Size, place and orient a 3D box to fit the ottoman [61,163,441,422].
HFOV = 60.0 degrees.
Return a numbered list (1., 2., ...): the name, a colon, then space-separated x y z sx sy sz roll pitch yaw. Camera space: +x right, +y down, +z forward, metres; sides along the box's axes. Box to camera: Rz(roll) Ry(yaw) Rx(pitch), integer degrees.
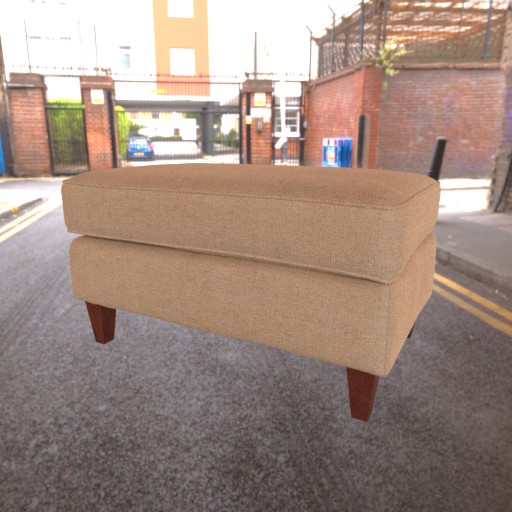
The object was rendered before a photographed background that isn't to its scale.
1. ottoman: 0.000 0.000 1.210 0.862 0.484 0.583 8 17 28
